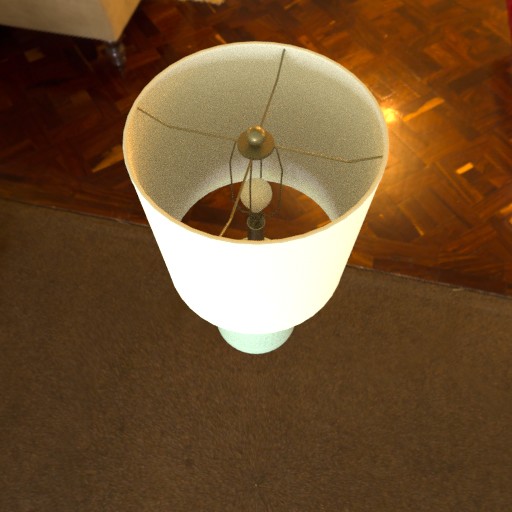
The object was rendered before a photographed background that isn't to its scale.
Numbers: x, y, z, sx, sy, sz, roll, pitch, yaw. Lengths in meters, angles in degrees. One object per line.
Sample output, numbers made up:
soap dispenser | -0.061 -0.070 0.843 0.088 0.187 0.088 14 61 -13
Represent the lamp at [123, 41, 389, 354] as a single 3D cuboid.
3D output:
lamp | 0.000 0.000 1.087 0.418 0.871 0.418 -34 68 -16
